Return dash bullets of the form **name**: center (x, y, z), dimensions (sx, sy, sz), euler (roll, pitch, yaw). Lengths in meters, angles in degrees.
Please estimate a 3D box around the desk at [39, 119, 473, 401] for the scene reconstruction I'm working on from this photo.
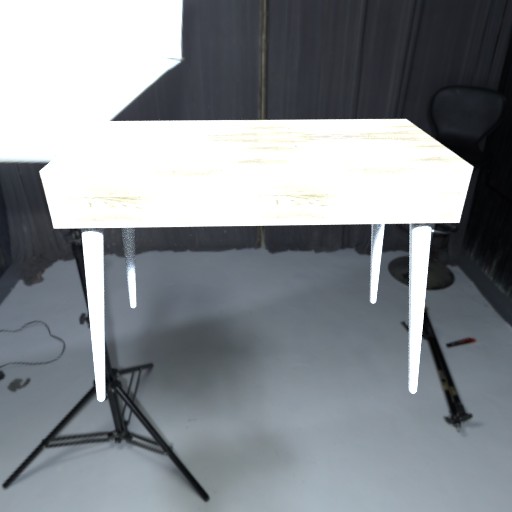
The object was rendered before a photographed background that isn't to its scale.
- **desk**: center (0.000, 0.000, 1.382), dimensions (0.979, 0.723, 0.491), euler (-1, 30, -2)
